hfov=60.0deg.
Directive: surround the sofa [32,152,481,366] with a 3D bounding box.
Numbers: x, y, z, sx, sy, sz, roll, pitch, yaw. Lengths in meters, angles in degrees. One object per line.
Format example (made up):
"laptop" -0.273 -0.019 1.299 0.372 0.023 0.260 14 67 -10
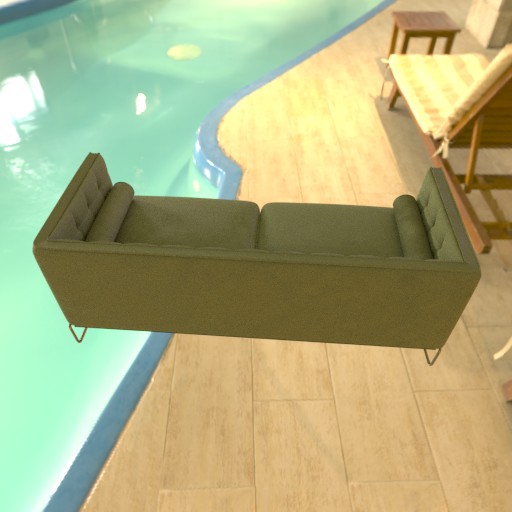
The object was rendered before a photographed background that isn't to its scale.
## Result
"sofa" 0.000 0.000 2.550 2.087 0.789 0.867 3 45 3
